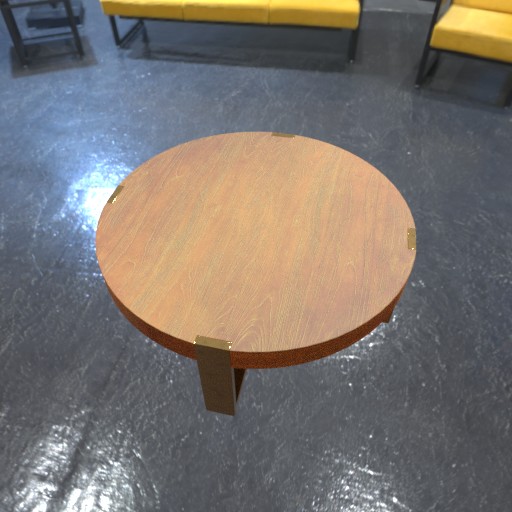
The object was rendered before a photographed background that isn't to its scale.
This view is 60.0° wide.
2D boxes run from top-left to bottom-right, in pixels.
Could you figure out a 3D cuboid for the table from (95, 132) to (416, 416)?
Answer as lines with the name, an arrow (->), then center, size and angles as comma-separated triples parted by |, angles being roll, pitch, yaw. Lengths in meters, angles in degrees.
table -> 0.000, 0.000, 1.720 | 1.100, 0.420, 1.100 | 0, 47, 0
